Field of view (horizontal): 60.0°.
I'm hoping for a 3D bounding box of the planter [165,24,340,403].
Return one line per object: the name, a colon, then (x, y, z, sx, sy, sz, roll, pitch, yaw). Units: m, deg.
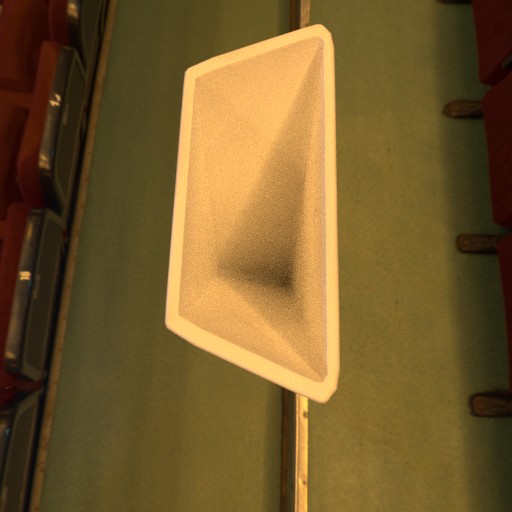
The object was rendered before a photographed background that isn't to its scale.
planter: (0.000, 0.000, 0.260, 0.060, 0.197, 0.150, 2, 76, 0)
